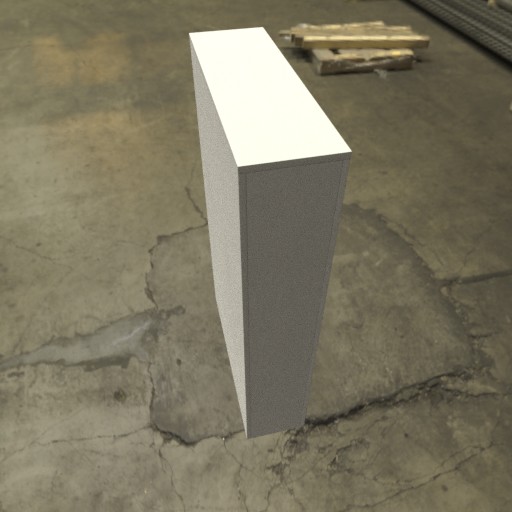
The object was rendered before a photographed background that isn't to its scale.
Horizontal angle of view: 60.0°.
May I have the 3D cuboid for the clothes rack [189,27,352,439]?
[{"bbox_3d":[0.000,0.000,1.588,0.250,1.280,0.750,-9,46,-9],"label":"clothes rack"}]
